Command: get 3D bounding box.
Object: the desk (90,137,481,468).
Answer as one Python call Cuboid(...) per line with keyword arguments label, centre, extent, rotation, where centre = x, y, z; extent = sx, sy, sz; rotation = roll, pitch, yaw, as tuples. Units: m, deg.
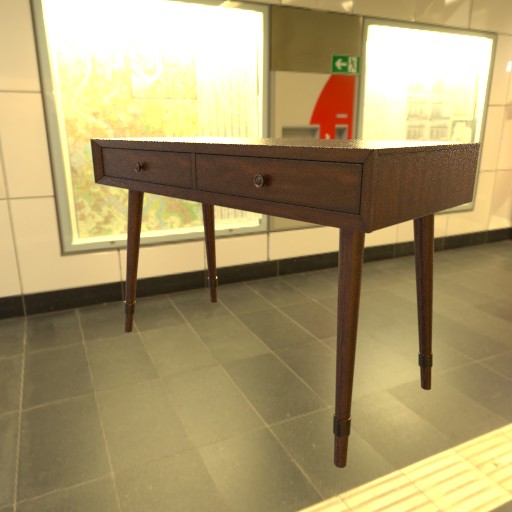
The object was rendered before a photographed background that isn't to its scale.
Cuboid(label="desk", centre=(0.000, 0.000, 2.039), extent=(0.734, 1.031, 1.577), rotation=(-15, 22, -43))
